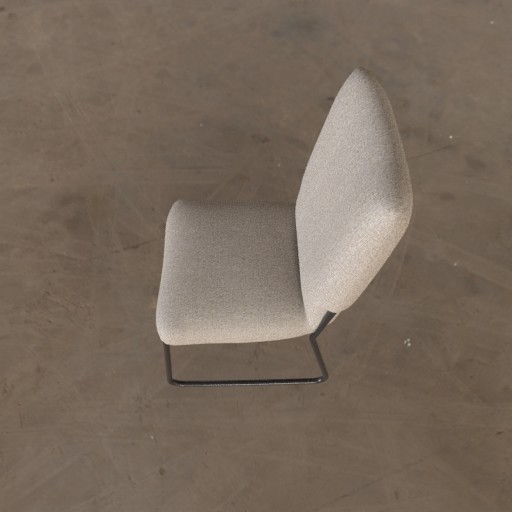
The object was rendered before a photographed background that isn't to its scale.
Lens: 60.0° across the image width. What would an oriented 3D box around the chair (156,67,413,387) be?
[{"bbox_3d":[0.000,0.000,1.174,0.560,0.864,0.448,-1,57,-1],"label":"chair"}]
